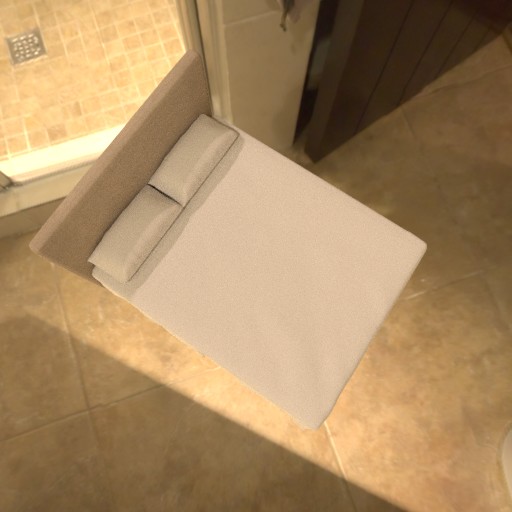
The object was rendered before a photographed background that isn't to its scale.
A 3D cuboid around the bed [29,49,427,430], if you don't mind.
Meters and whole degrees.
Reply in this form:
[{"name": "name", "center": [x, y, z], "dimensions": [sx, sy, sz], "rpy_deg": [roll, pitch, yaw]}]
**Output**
[{"name": "bed", "center": [0.000, 0.000, 3.247], "dimensions": [2.162, 1.330, 1.713], "rpy_deg": [33, 78, 8]}]
